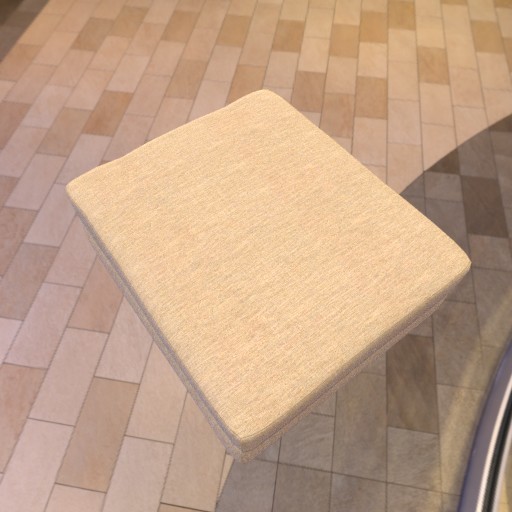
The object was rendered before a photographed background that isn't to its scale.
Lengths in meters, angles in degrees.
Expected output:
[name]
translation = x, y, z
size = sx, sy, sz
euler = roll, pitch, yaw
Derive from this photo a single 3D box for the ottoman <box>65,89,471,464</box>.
[ottoman]
translation = 0.000, 0.000, 1.473
size = 0.836, 0.492, 0.976
euler = -32, 63, -19
